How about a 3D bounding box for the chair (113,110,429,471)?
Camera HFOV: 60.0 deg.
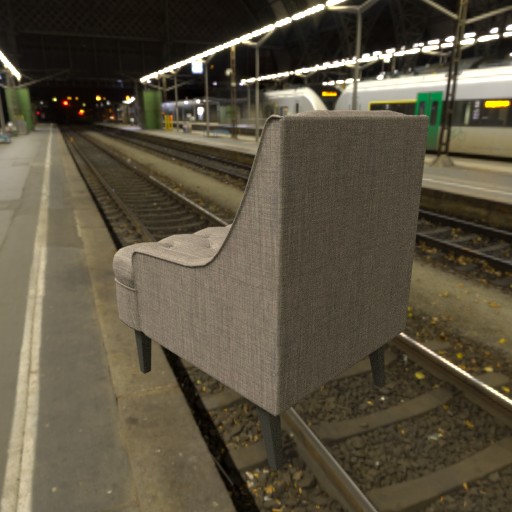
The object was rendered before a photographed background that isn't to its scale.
[{"bbox_3d":[0.000,0.000,1.432,0.655,0.891,0.771,-17,24,-42],"label":"chair"}]
